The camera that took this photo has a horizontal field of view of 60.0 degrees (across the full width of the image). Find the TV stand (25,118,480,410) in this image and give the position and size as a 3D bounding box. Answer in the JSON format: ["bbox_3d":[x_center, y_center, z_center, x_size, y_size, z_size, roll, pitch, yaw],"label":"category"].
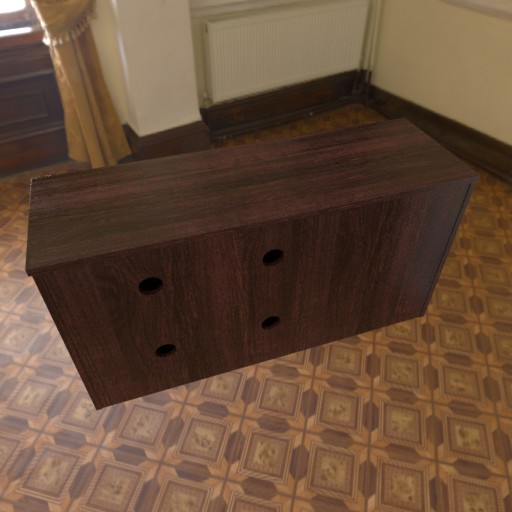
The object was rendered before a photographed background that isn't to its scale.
[{"bbox_3d":[0.000,0.000,1.448,1.192,0.614,0.404,-13,44,-14],"label":"TV stand"}]
